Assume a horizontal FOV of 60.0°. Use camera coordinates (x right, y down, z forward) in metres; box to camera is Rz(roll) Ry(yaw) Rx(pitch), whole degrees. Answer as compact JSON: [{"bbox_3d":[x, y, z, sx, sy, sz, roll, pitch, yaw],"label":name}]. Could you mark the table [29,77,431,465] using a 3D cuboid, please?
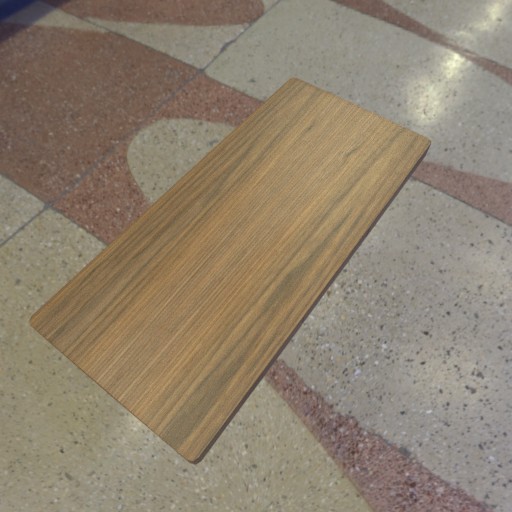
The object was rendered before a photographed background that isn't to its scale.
[{"bbox_3d":[0.000,0.000,1.663,0.637,0.468,1.375,32,64,18],"label":"table"}]
